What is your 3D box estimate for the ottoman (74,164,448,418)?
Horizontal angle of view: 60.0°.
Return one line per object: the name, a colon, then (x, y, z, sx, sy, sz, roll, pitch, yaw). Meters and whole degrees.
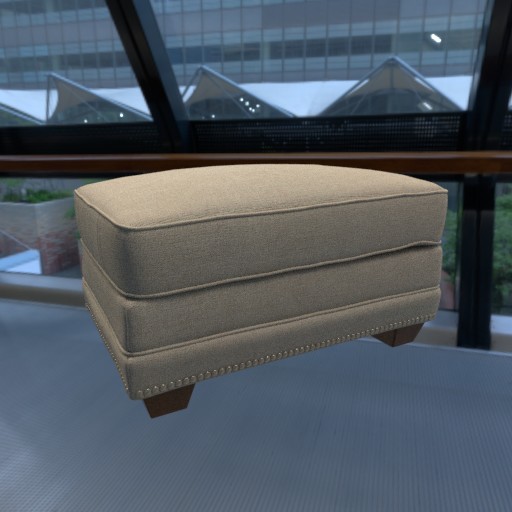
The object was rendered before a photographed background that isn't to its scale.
ottoman: (0.000, 0.000, 1.149, 0.813, 0.458, 0.559, -8, 17, -28)
